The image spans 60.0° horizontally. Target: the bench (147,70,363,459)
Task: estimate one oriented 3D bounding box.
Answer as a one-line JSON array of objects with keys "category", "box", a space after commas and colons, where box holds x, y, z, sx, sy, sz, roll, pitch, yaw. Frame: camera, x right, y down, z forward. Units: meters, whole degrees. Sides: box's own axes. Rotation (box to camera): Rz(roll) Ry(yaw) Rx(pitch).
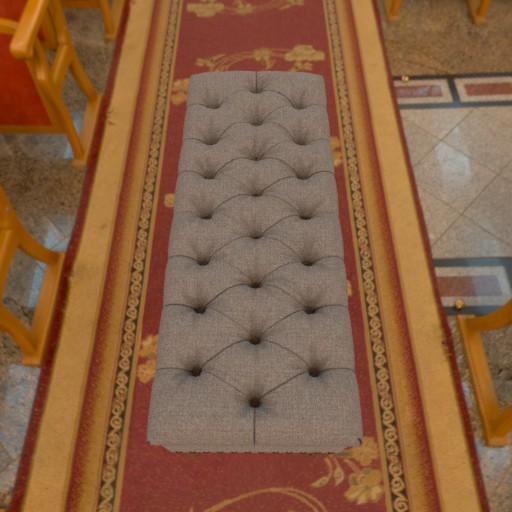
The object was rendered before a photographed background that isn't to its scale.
[{"category": "bench", "box": [0.000, 0.000, 1.265, 0.417, 0.470, 1.052, 0, 60, 0]}]
